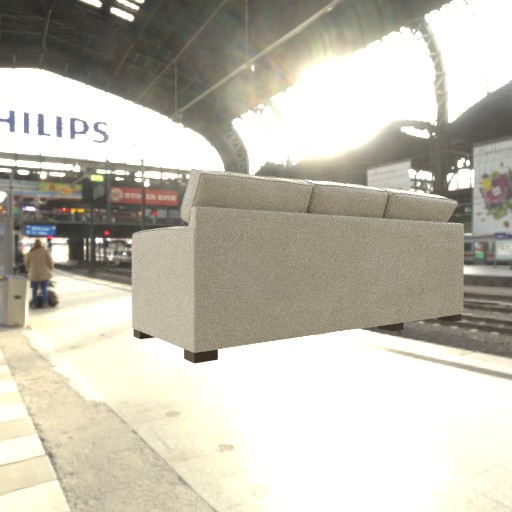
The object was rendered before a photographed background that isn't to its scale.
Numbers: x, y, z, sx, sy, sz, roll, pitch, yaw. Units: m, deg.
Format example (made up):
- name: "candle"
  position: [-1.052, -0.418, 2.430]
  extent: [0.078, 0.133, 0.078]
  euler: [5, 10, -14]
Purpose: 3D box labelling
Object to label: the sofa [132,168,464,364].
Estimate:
- name: "sofa"
  position: [0.000, 0.000, 3.474]
  extent: [2.211, 0.936, 2.188]
  euler: [0, 1, -36]
